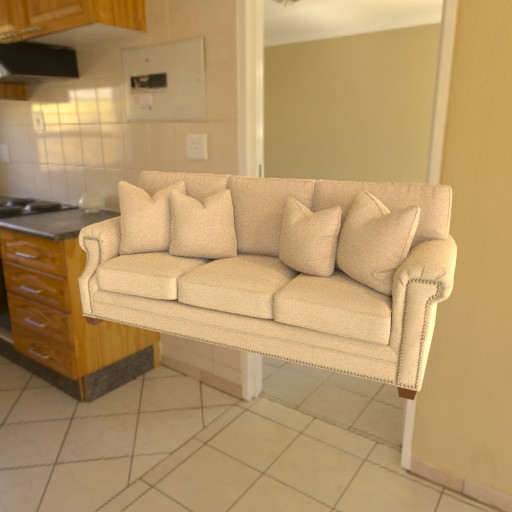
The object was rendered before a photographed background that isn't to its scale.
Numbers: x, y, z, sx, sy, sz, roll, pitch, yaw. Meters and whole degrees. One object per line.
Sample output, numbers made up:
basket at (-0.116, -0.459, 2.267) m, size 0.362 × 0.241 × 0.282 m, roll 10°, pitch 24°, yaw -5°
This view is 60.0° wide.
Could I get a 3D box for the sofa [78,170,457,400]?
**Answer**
sofa at (0.000, 0.000, 2.816) m, size 2.312 × 0.975 × 0.965 m, roll 7°, pitch 17°, yaw 24°
